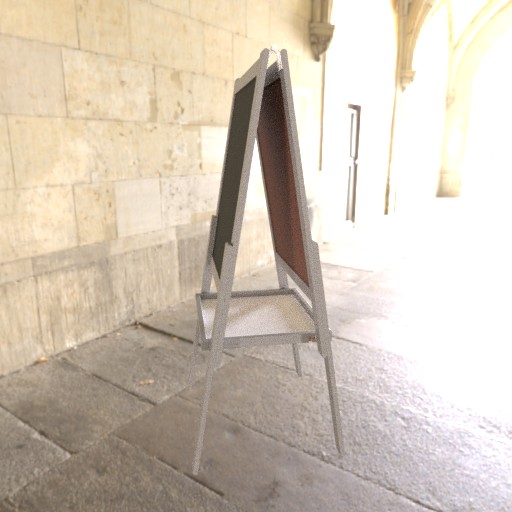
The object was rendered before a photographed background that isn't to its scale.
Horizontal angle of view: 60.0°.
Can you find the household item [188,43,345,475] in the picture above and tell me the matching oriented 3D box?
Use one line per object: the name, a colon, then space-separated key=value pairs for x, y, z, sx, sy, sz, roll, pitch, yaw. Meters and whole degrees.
household item: x=0.000 y=0.000 z=1.448 sx=0.469 sy=1.172 sz=0.531 roll=-2 pitch=14 yaw=-10
